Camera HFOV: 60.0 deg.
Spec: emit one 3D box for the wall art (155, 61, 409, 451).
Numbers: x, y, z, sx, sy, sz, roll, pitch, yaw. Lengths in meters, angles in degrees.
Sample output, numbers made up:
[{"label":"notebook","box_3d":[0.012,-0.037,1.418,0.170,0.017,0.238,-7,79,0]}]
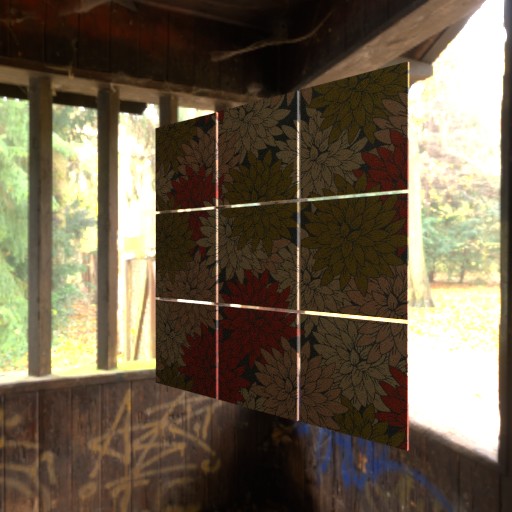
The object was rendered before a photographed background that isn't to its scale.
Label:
[{"label":"wall art","box_3d":[0.000,0.000,1.758,1.206,1.218,0.013,0,0,38]}]
